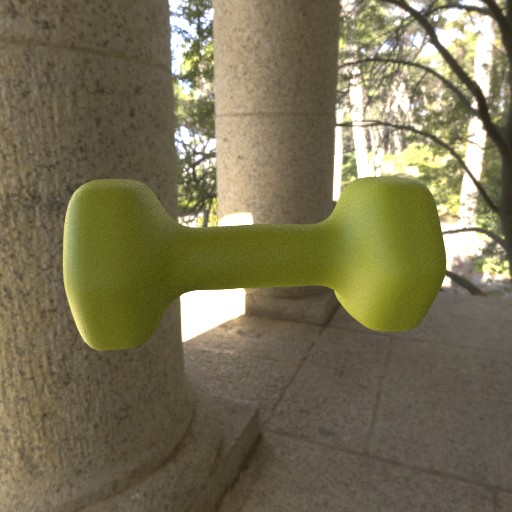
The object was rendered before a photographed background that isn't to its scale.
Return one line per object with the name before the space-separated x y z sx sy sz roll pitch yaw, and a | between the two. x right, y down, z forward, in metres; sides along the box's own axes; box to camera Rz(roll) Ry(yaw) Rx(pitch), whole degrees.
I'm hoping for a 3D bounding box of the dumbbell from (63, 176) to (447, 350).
dumbbell | 0.000 0.000 0.209 0.164 0.072 0.080 -2 14 -8
